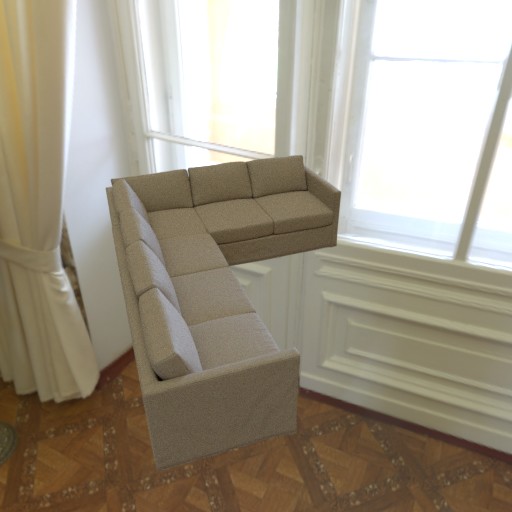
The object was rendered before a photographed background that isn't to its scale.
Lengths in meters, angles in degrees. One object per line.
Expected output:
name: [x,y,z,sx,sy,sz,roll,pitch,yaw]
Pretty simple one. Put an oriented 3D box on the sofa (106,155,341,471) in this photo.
sofa: [0.000,0.000,4.111,2.432,0.871,3.182,-10,32,-17]
